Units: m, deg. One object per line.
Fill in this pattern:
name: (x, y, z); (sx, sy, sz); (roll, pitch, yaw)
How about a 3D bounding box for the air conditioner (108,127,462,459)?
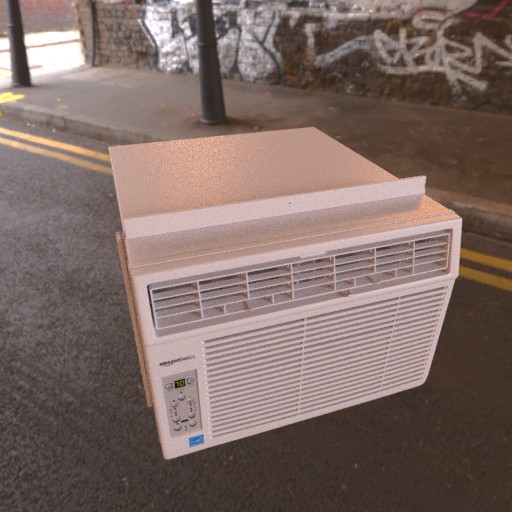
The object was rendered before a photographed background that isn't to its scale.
air conditioner: (0.000, 0.000, 0.878); (0.503, 0.388, 0.546); (-10, 33, -16)
